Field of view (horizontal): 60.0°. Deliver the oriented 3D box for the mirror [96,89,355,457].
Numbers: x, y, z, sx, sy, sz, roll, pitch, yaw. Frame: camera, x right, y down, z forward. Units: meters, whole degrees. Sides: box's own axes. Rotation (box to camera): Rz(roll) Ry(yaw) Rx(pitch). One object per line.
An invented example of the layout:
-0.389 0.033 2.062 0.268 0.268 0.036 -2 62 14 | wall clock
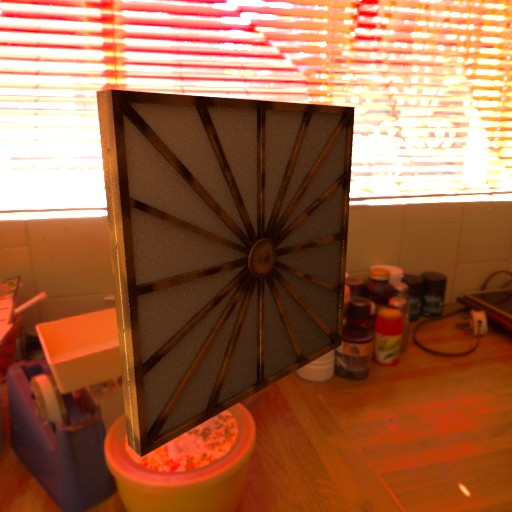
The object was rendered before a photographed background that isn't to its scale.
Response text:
0.000 0.000 0.766 0.509 0.507 0.042 -15 21 -43 | mirror
